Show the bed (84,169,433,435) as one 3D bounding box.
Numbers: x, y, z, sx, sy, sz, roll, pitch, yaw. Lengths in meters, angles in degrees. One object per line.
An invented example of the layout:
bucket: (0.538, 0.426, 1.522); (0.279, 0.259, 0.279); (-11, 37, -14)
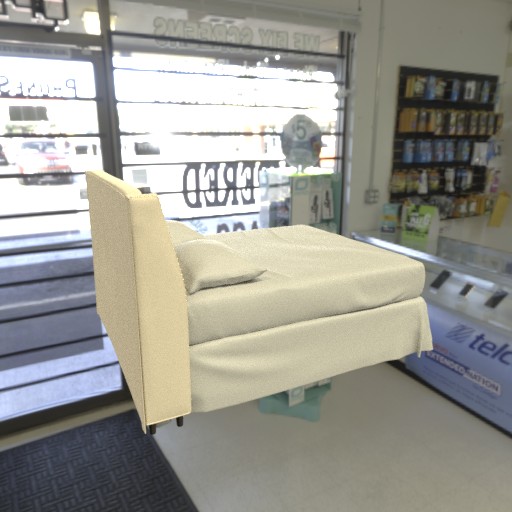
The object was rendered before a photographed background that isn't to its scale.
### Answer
bed: (0.000, 0.000, 3.510); (2.276, 1.332, 1.925); (-7, 17, -25)
